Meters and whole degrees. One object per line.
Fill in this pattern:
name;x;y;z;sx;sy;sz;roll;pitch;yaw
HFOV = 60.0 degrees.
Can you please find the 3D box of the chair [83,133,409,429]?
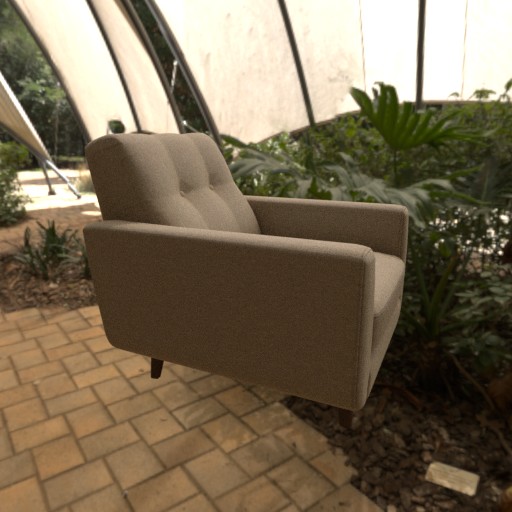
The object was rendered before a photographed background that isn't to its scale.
chair;0.000;0.000;1.809;1.128;0.965;0.897;7;17;24
